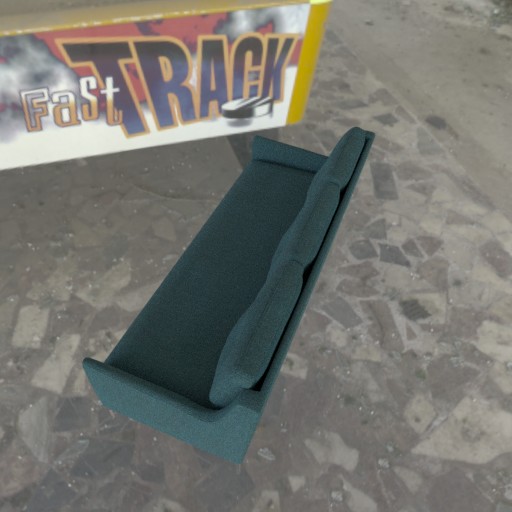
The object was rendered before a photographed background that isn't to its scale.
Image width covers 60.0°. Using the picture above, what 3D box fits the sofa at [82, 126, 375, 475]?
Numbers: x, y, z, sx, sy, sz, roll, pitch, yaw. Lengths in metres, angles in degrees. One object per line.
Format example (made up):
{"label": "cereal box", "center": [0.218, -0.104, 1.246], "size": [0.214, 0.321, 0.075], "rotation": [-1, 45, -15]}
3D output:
{"label": "sofa", "center": [0.000, 0.000, 2.560], "size": [0.849, 0.837, 2.060], "rotation": [16, 48, 15]}
